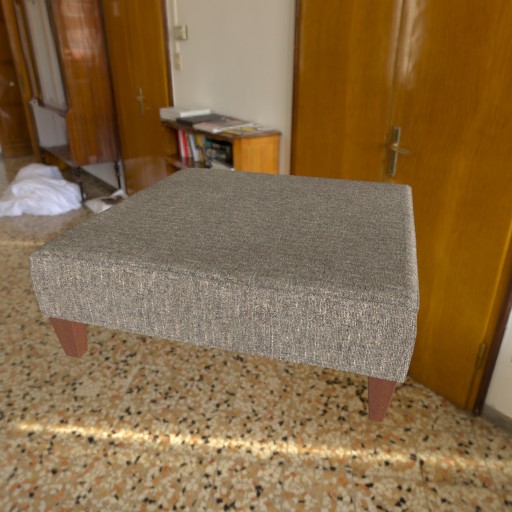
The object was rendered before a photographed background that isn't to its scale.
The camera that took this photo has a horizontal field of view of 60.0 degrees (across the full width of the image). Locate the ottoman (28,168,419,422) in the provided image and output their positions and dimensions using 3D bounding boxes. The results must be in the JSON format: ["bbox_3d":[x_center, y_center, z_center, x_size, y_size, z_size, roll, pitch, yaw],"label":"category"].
[{"bbox_3d":[0.000,0.000,1.526,1.016,0.379,0.981,7,26,15],"label":"ottoman"}]
